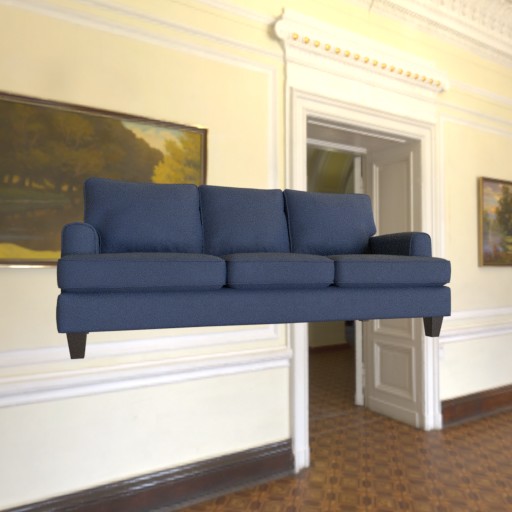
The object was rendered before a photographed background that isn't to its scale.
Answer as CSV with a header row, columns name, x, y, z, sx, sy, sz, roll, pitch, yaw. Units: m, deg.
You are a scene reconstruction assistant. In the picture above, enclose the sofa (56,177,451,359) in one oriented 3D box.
name,x,y,z,sx,sy,sz,roll,pitch,yaw
sofa,0.000,0.000,2.713,2.158,0.965,0.951,0,-1,-18
